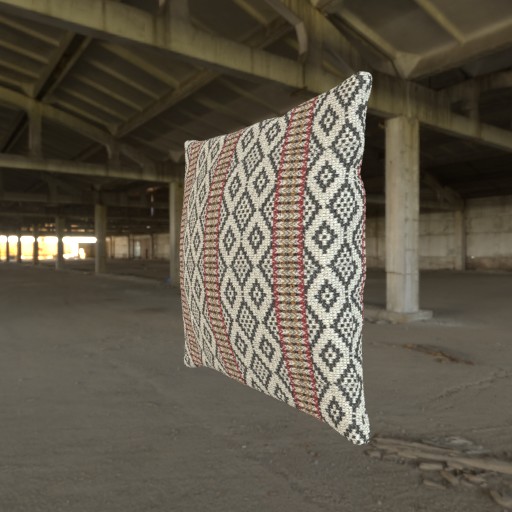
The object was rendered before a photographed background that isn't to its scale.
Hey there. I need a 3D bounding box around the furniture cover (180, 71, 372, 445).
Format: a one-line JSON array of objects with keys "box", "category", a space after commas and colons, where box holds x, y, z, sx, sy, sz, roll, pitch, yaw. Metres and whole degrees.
[{"box": [0.000, 0.000, 0.795, 0.182, 0.506, 0.503, -1, 1, -36], "category": "furniture cover"}]
